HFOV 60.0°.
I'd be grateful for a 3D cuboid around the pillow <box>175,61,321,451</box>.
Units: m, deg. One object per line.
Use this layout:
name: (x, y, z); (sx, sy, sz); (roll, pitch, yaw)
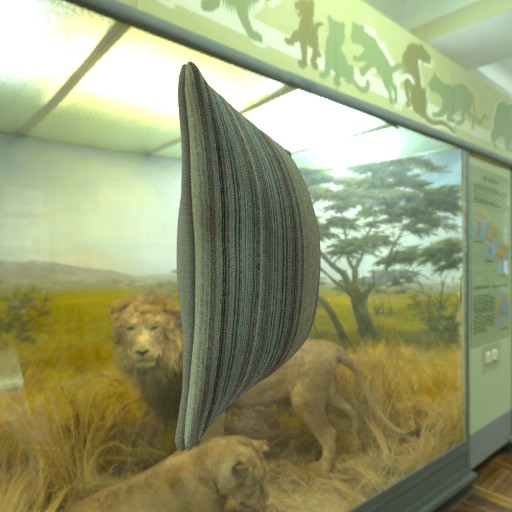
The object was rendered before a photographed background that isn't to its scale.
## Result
pillow: (0.000, 0.000, 0.669); (0.189, 0.416, 0.435); (0, 0, 18)
